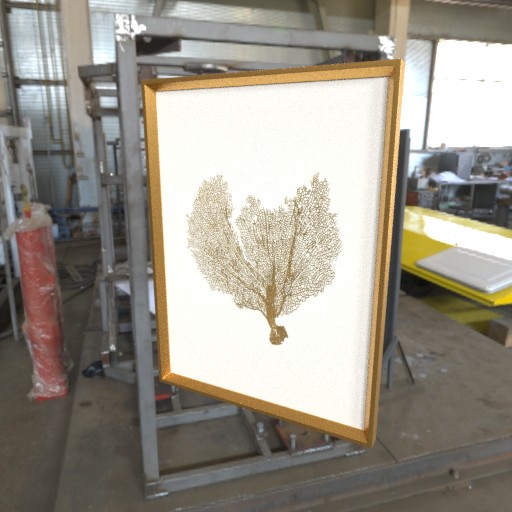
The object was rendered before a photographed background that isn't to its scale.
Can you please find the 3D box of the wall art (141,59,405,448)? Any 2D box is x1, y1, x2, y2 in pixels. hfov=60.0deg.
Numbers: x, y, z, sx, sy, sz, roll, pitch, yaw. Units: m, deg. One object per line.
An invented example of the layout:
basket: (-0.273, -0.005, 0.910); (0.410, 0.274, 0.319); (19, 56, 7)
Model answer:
wall art: (0.000, 0.000, 1.049); (0.610, 0.812, 0.038); (8, 16, 27)
